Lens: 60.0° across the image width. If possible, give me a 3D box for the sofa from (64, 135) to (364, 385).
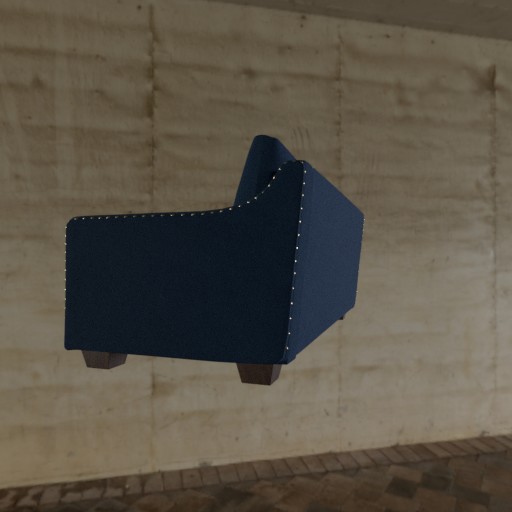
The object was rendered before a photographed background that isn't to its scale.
[{"bbox_3d":[0.000,0.000,2.732,1.104,0.983,2.107,0,0,19],"label":"sofa"}]
